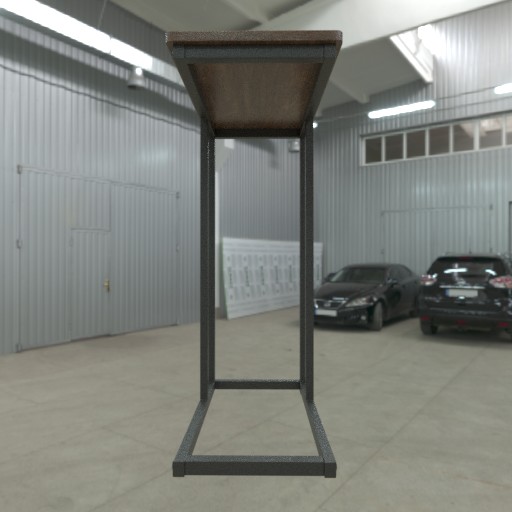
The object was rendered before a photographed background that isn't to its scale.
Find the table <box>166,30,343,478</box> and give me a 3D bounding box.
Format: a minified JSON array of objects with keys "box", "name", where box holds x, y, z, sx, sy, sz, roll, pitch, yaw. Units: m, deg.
[{"box":[0.000,0.000,0.851,0.254,0.637,0.450,0,0,1],"name":"table"}]
